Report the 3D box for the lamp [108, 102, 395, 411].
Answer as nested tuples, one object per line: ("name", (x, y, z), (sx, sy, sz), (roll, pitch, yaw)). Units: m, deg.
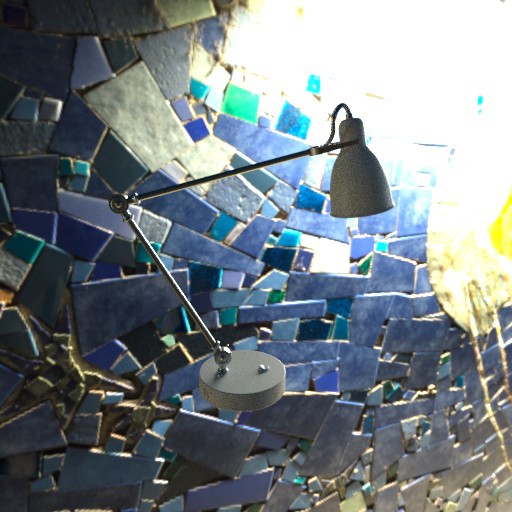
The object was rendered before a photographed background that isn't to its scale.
("lamp", (0.000, 0.000, 0.894), (0.561, 0.587, 0.187), (-2, 15, -8))
